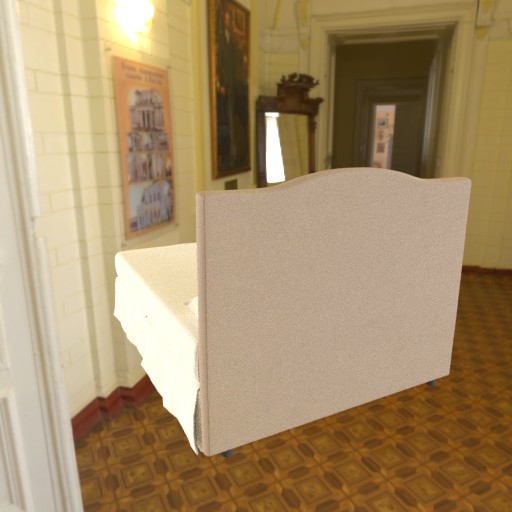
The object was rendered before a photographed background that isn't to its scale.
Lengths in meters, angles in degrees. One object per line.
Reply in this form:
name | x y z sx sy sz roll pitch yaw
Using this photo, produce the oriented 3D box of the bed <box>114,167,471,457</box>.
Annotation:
bed | 0.000 0.000 3.370 1.821 1.436 2.282 -8 17 -27
